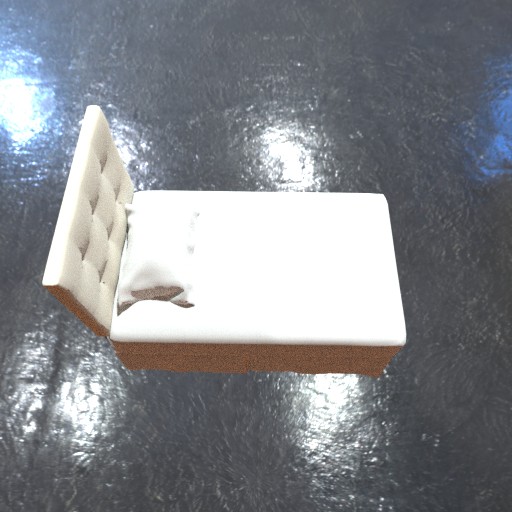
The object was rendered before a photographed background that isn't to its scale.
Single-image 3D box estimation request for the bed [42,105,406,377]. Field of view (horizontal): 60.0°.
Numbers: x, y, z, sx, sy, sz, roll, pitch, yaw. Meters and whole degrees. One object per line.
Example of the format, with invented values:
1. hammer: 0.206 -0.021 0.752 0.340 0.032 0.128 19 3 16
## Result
1. bed: 0.000 0.000 2.981 1.997 1.571 1.261 1 63 0
